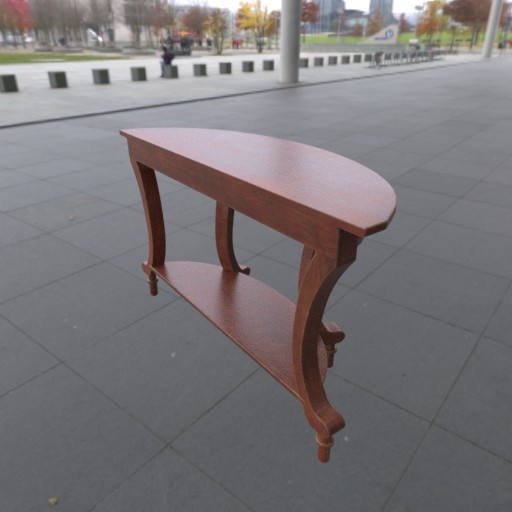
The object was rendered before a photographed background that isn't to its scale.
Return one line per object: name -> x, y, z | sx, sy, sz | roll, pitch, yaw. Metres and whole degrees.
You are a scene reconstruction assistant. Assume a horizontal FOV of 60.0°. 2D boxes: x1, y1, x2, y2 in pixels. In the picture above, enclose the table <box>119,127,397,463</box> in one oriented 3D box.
table -> 0.000, 0.000, 1.495 | 0.394, 0.699, 1.198 | -18, 32, -32
